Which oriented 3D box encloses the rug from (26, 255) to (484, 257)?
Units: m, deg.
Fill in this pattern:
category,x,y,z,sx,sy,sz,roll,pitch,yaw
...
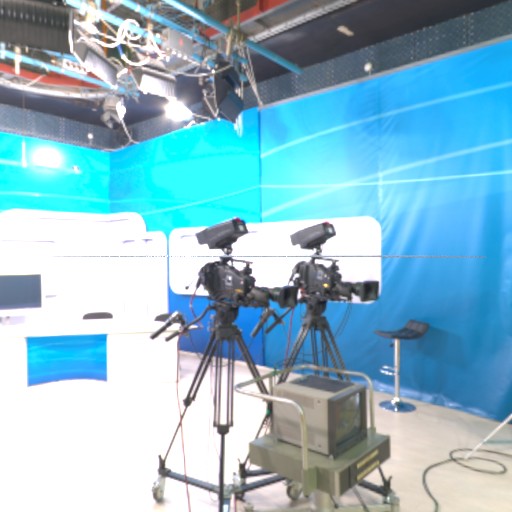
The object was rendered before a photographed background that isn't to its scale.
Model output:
category,x,y,z,sx,sy,sz,roll,pitch,yaw
rug,0.000,0.000,3.945,2.880,0.005,2.391,0,0,1
